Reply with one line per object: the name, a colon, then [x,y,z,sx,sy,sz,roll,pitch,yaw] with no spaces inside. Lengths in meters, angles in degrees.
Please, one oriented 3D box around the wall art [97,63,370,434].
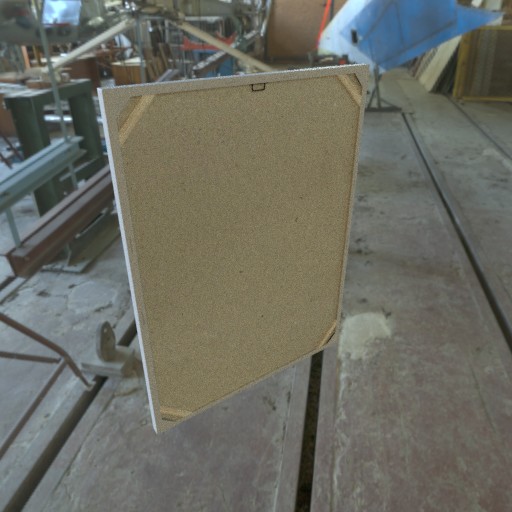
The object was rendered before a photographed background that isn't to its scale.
wall art: [0.000,0.000,1.586,0.914,1.212,0.038,-19,34,-30]
